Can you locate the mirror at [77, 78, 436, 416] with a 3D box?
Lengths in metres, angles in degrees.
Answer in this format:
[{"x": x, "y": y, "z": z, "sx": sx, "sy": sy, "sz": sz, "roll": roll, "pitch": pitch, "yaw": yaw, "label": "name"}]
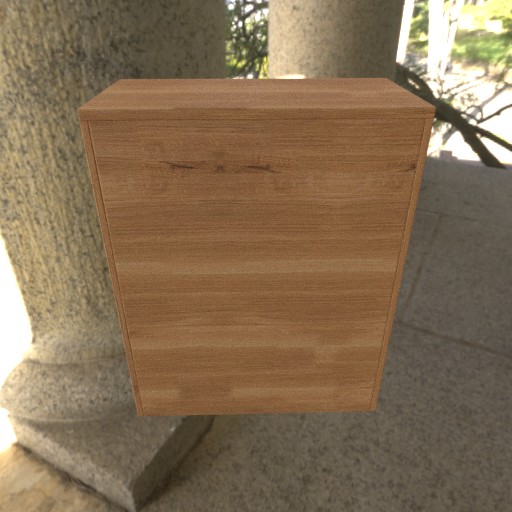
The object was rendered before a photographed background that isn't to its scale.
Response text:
[{"x": 0.000, "y": 0.000, "z": 1.412, "sx": 0.800, "sy": 1.000, "sz": 0.400, "roll": -1, "pitch": 31, "yaw": -1, "label": "mirror"}]
